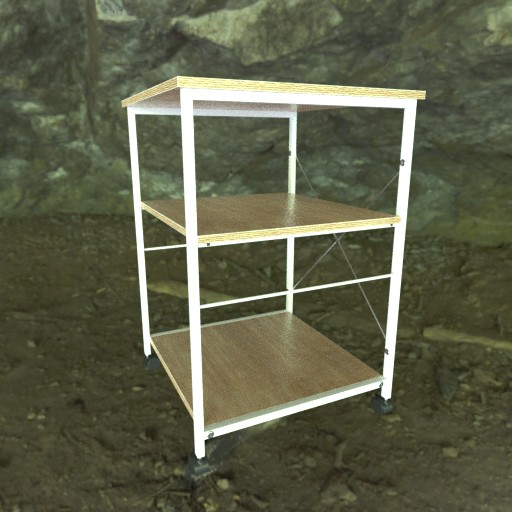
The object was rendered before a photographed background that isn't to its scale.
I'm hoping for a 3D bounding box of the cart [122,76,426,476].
[{"bbox_3d":[0.000,0.000,1.121,0.520,0.762,0.521,-7,16,-25],"label":"cart"}]
